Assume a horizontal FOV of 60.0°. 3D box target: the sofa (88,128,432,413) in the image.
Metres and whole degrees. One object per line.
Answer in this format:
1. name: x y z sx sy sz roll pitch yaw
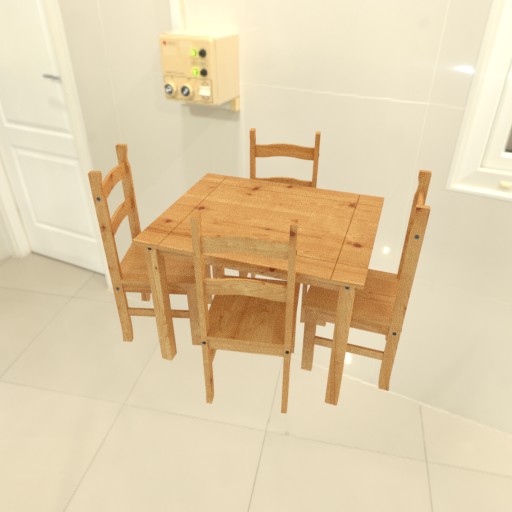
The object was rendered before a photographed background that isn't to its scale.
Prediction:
1. sofa: 0.000 0.000 2.288 1.529 1.000 1.144 11 35 16
